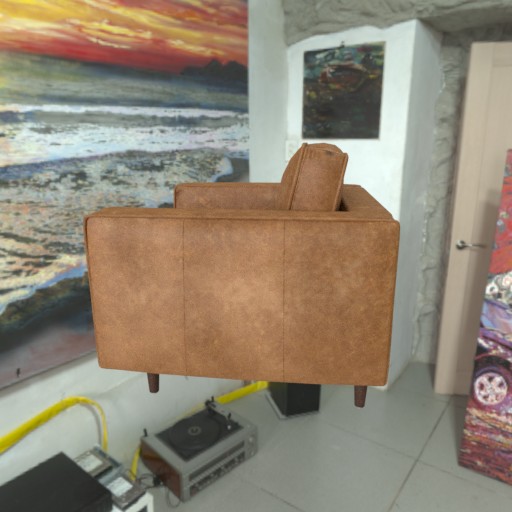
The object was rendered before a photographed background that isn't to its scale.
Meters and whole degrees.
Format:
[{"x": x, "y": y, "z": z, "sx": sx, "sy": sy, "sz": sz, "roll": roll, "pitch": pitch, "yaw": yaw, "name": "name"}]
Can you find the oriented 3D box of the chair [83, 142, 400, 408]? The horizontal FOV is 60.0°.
[{"x": 0.000, "y": 0.000, "z": 1.543, "sx": 0.798, "sy": 0.767, "sz": 0.928, "roll": 2, "pitch": 15, "yaw": 7, "name": "chair"}]
